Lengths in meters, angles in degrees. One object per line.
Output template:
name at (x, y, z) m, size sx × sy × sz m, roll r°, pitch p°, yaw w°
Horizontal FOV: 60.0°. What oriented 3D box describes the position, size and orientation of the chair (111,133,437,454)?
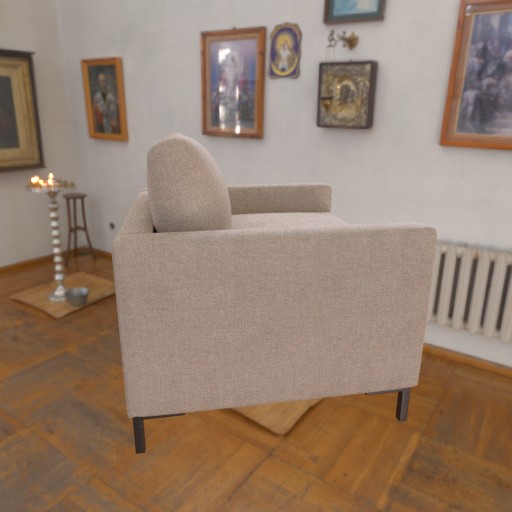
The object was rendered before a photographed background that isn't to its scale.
chair at (0.000, 0.000, 1.606) m, size 0.866 × 0.861 × 0.963 m, roll -3°, pitch 17°, yaw -10°
